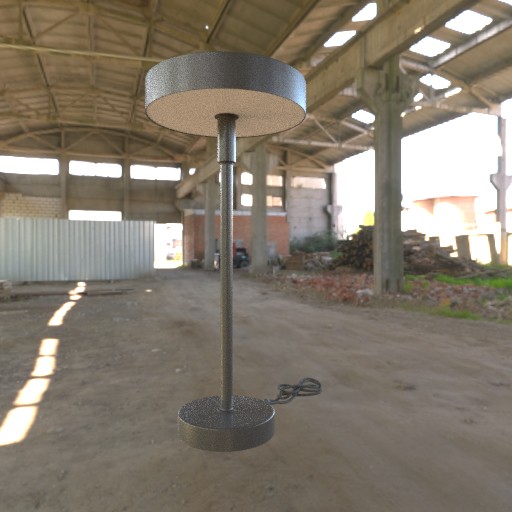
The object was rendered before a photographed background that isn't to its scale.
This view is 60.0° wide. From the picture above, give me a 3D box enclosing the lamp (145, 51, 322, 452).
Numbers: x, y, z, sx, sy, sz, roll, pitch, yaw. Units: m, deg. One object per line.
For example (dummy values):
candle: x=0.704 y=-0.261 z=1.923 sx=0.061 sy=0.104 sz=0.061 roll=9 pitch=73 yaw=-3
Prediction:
lamp: x=0.000 y=0.000 z=0.699 sx=0.229 sy=0.508 sz=0.369 roll=0 pitch=0 yaw=37
